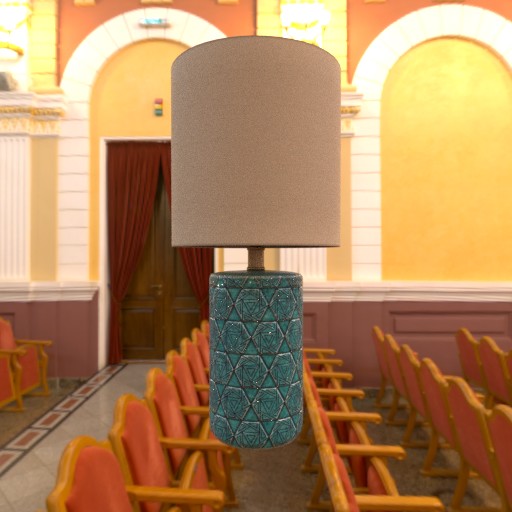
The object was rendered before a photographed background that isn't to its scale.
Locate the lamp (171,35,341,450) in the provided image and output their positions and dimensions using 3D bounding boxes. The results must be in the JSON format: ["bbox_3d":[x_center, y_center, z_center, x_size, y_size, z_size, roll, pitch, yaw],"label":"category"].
[{"bbox_3d":[0.000,0.000,0.738,0.278,0.597,0.278,0,0,2],"label":"lamp"}]
